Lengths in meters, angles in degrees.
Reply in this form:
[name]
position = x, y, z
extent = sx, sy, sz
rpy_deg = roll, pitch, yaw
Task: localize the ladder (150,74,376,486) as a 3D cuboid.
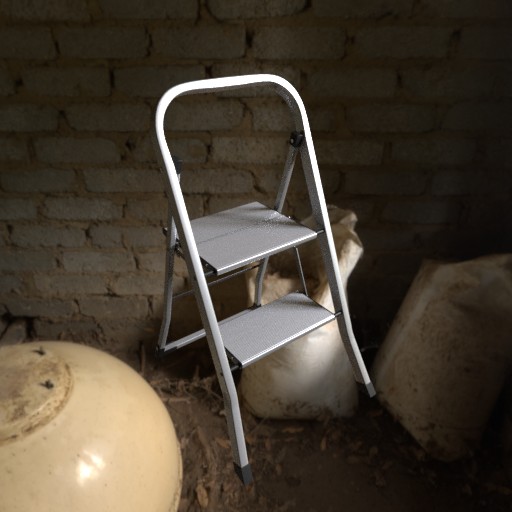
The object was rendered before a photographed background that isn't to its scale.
[ladder]
position = 0.000, 0.000, 1.129
extent = 0.465, 0.830, 0.530
rpy_deg = -20, 36, -31
